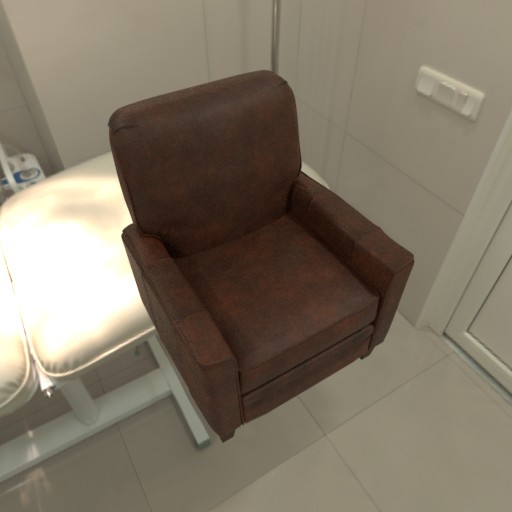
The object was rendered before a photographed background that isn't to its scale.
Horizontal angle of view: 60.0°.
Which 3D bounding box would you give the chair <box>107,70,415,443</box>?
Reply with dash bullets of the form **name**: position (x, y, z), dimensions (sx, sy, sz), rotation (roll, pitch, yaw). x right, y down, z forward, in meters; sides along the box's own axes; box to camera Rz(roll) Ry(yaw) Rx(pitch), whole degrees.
- **chair**: position (0.000, 0.000, 1.696), dimensions (0.843, 1.043, 0.836), rotation (-24, 51, -21)
